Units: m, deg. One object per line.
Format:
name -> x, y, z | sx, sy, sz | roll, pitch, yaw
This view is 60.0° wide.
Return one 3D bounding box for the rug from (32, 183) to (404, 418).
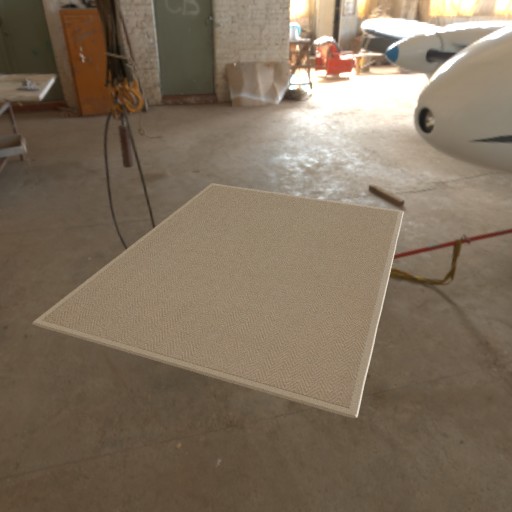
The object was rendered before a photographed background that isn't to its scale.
rug -> 0.000, 0.000, 4.140 | 2.407, 0.020, 3.051 | 11, 32, 18
